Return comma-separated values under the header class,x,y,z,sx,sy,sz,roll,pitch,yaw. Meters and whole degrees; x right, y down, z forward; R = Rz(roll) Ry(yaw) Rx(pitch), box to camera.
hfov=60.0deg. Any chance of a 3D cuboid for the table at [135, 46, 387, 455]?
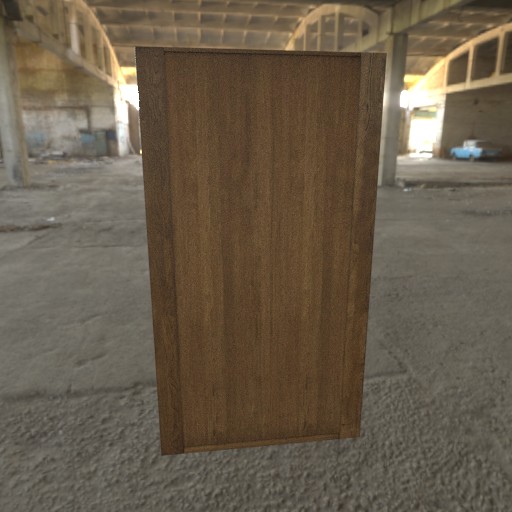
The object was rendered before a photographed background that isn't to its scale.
class,x,y,z,sx,sy,sz,roll,pitch,yaw
table,0.000,0.000,2.456,1.100,2.000,0.600,-2,15,-8
